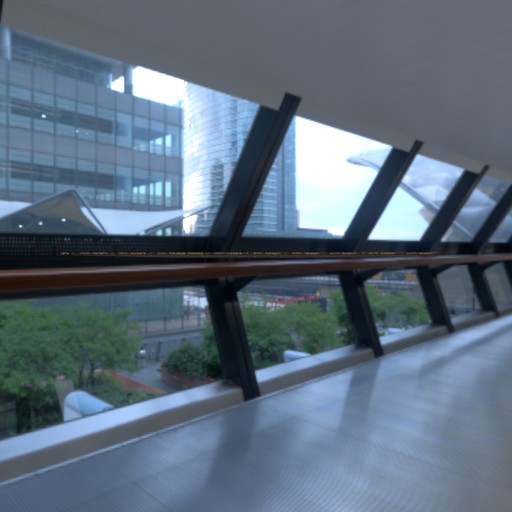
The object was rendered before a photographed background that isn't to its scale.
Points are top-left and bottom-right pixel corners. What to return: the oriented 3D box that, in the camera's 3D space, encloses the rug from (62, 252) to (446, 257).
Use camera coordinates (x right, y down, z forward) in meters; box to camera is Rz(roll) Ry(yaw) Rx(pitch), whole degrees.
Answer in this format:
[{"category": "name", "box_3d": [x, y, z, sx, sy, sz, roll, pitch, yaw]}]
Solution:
[{"category": "rug", "box_3d": [0.000, 0.000, 2.947, 1.516, 0.010, 2.434, 0, 0, 0]}]
